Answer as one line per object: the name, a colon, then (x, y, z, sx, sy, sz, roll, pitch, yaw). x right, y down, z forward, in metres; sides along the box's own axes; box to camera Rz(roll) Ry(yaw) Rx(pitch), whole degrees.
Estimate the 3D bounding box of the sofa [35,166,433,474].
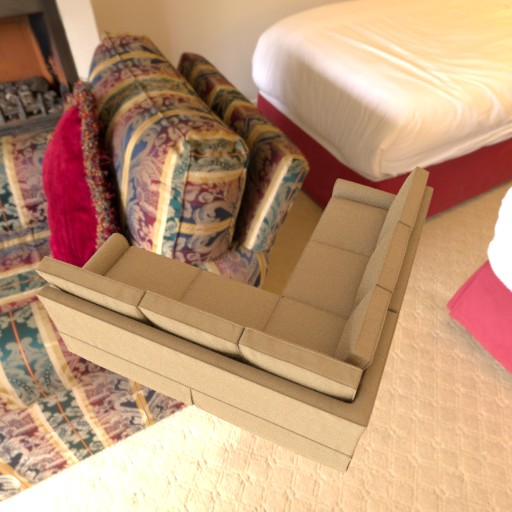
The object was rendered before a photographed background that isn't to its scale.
sofa: (0.000, 0.000, 4.222, 2.733, 1.124, 2.730, 18, 49, 16)
